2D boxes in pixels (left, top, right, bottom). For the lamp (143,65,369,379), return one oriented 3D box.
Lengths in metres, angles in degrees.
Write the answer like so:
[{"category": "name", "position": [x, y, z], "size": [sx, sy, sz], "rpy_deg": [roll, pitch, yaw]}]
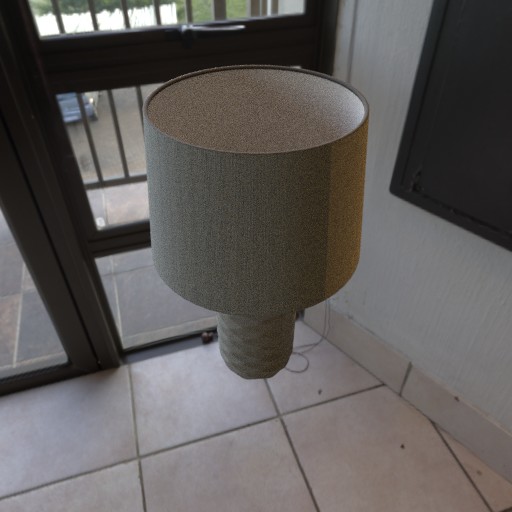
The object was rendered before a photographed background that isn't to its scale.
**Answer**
[{"category": "lamp", "position": [0.000, 0.000, 0.838], "size": [0.376, 0.594, 0.376], "rpy_deg": [0, 41, 0]}]
